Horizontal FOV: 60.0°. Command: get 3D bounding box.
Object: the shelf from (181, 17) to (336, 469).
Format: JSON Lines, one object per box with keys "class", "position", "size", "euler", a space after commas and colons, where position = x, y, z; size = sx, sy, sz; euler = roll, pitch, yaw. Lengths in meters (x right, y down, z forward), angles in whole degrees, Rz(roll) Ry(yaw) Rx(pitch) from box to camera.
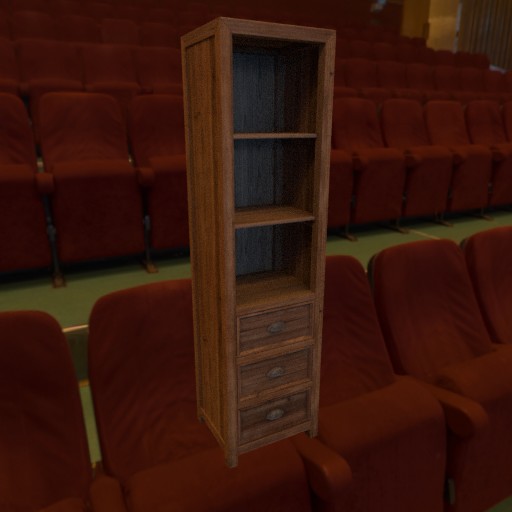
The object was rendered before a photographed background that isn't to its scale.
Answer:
{"class": "shelf", "position": [0.000, 0.000, 2.087], "size": [0.500, 1.900, 0.428], "euler": [-9, 19, -26]}
